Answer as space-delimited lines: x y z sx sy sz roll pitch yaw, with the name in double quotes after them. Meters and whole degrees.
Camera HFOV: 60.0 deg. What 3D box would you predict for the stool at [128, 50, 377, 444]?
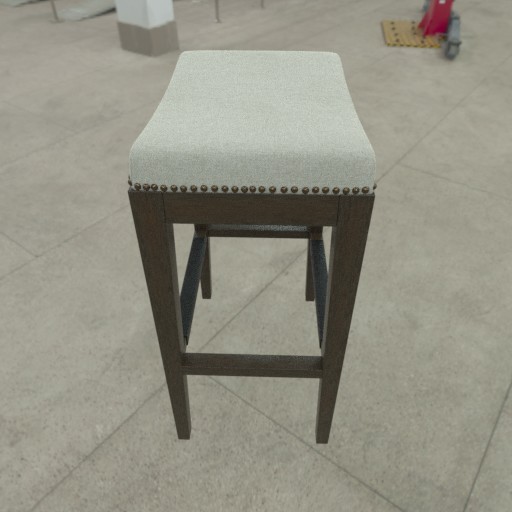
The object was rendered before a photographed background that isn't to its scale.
0.000 0.000 1.007 0.358 0.759 0.498 1 41 1 "stool"
